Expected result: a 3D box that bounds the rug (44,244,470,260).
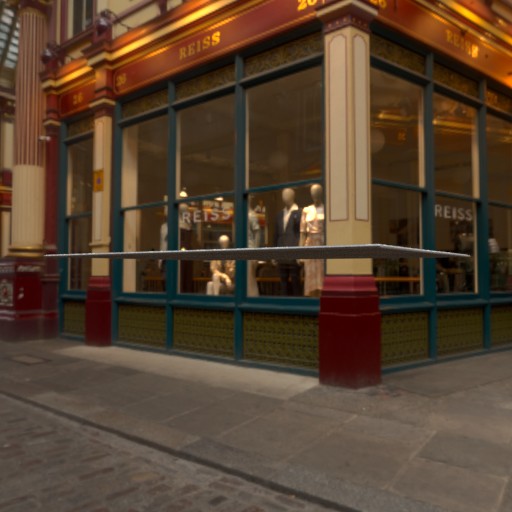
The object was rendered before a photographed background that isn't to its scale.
[{"bbox_3d":[0.000,0.000,2.816,2.206,0.014,1.578,-1,-2,36],"label":"rug"}]
